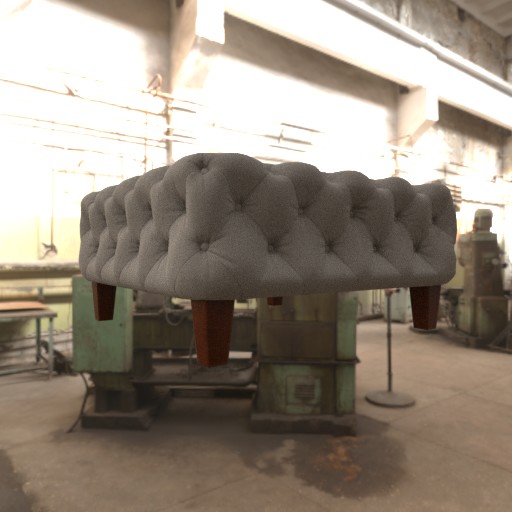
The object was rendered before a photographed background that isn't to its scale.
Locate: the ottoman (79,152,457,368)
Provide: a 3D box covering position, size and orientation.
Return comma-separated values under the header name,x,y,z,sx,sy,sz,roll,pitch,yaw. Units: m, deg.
name,x,y,z,sx,sy,sz,roll,pitch,yaw
ottoman,0.000,0.000,1.429,0.917,0.439,0.911,0,1,-36
